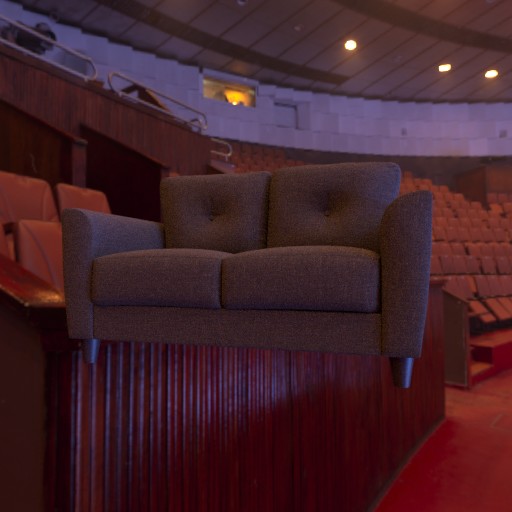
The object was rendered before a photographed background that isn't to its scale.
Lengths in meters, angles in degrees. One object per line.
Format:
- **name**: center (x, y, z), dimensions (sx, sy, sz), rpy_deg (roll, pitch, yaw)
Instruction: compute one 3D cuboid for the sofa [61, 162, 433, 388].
- **sofa**: center (0.000, 0.000, 1.971), dimensions (1.423, 0.885, 0.851), rpy_deg (-1, -2, 18)
